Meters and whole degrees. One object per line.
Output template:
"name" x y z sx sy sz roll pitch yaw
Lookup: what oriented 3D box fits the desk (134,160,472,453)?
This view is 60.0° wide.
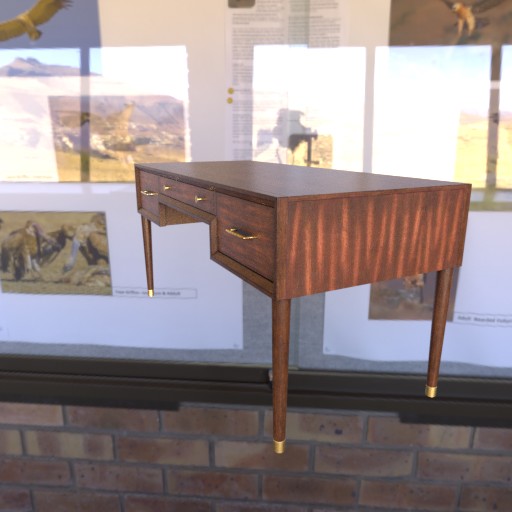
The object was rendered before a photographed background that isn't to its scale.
"desk" 0.000 0.000 2.014 0.724 0.762 1.575 -8 17 -26
